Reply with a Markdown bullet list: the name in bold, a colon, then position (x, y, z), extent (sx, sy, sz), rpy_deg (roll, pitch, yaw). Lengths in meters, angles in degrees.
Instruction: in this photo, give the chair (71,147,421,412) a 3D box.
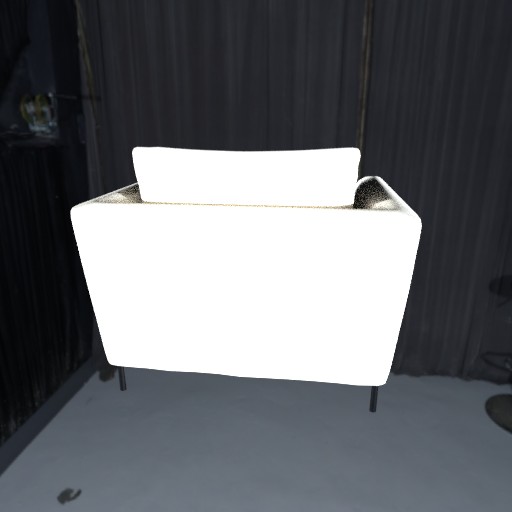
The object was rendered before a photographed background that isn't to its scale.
- **chair**: position (0.000, 0.000, 1.737), extent (1.041, 0.865, 0.889), rpy_deg (2, 17, 8)
